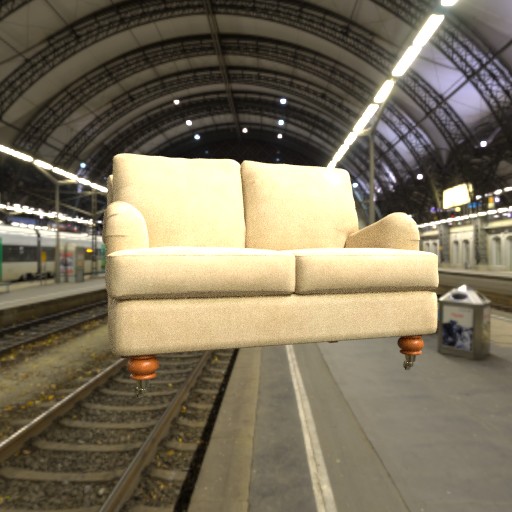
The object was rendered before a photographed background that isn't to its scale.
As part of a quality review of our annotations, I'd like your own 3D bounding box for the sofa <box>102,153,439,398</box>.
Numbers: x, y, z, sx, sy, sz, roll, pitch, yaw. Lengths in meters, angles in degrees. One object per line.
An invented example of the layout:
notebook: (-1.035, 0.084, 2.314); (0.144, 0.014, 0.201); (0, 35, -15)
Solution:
sofa: (0.000, 0.000, 2.284); (1.498, 1.087, 1.086); (0, 0, -20)
